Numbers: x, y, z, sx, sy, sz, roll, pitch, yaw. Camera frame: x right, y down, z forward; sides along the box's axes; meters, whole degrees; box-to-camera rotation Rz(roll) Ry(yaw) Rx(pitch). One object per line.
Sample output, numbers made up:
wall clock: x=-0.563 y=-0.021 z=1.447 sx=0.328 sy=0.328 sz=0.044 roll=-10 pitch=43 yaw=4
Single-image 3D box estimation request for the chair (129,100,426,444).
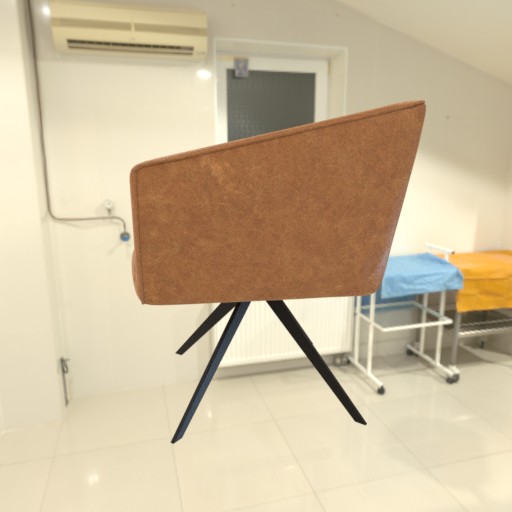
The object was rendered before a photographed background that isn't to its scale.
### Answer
chair: x=0.000 y=0.000 z=1.207 sx=0.625 sy=0.760 sz=0.588 roll=-2 pitch=13 yaw=-9
